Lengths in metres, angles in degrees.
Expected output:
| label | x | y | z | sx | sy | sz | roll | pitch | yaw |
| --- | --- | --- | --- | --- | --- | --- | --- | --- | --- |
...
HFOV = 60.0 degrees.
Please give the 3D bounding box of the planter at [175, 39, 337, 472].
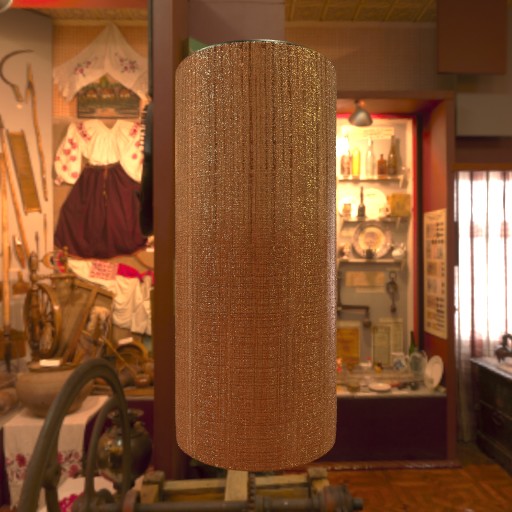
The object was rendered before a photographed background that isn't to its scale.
| label | x | y | z | sx | sy | sz | roll | pitch | yaw |
| --- | --- | --- | --- | --- | --- | --- | --- | --- | --- |
| planter | 0.000 | 0.000 | 0.280 | 0.100 | 0.227 | 0.100 | 0 | 0 | 0 |
